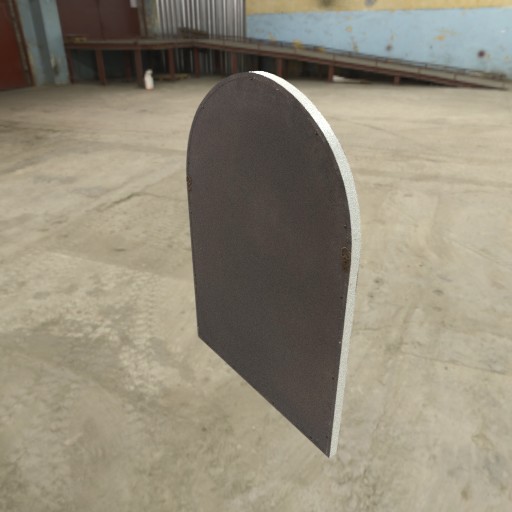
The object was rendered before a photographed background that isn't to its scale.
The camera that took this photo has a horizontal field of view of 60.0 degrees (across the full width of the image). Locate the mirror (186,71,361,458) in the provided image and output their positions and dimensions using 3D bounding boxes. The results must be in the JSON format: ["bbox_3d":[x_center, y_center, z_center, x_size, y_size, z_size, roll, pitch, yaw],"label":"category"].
[{"bbox_3d":[0.000,0.000,1.195,0.032,0.920,0.660,-19,33,-33],"label":"mirror"}]
